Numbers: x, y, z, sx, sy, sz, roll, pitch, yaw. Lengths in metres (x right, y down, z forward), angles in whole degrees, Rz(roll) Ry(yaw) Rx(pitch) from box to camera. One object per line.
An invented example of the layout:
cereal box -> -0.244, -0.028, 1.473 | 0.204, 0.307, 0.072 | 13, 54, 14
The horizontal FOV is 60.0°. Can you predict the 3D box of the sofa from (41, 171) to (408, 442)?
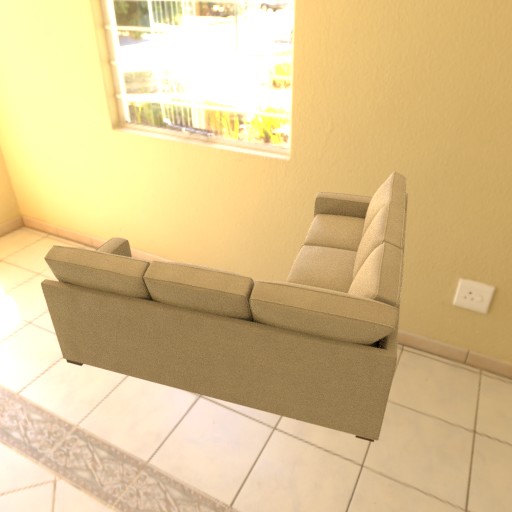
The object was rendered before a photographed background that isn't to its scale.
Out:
sofa -> 0.000, 0.000, 3.512 | 2.189, 0.939, 2.182 | 10, 33, 15
